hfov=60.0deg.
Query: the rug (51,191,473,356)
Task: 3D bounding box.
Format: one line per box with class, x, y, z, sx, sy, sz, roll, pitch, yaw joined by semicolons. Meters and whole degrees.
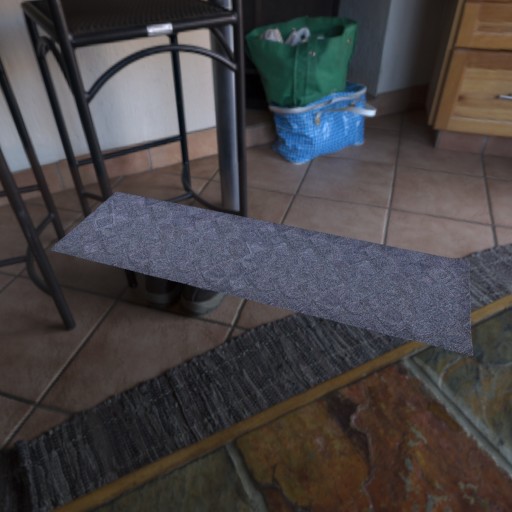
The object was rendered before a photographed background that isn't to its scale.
rug;0.000;0.000;2.523;2.296;0.011;0.691;13;41;15
